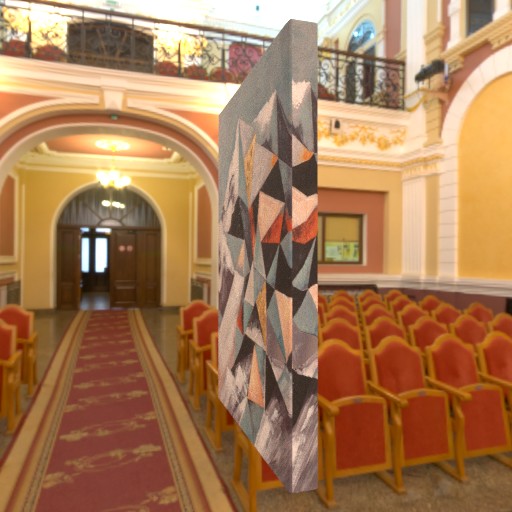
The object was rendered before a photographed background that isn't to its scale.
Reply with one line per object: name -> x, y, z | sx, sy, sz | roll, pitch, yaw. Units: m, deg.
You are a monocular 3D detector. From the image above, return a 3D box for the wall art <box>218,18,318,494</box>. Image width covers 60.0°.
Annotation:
wall art -> 0.000, 0.000, 1.144 | 0.061, 0.911, 0.609 | 0, 0, -18
